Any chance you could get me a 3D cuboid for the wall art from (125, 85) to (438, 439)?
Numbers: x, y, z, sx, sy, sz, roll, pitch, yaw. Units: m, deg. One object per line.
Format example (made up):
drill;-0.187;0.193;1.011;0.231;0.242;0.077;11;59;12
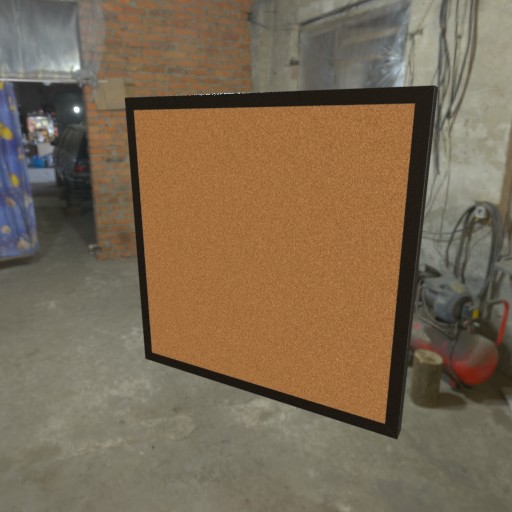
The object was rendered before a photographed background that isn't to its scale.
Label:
wall art;0.000;0.000;1.106;0.765;0.765;0.038;9;19;28
